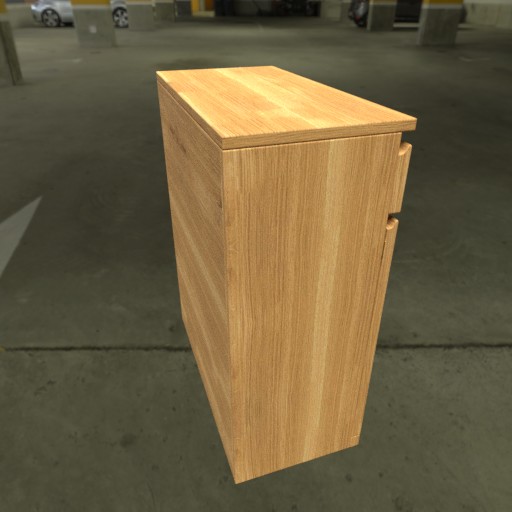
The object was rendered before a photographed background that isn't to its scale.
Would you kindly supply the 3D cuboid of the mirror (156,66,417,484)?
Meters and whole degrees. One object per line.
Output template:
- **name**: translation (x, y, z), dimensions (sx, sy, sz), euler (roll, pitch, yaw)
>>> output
- **mirror**: translation (0.000, 0.000, 1.400), dimensions (0.400, 1.000, 0.800), euler (-10, 32, -16)
